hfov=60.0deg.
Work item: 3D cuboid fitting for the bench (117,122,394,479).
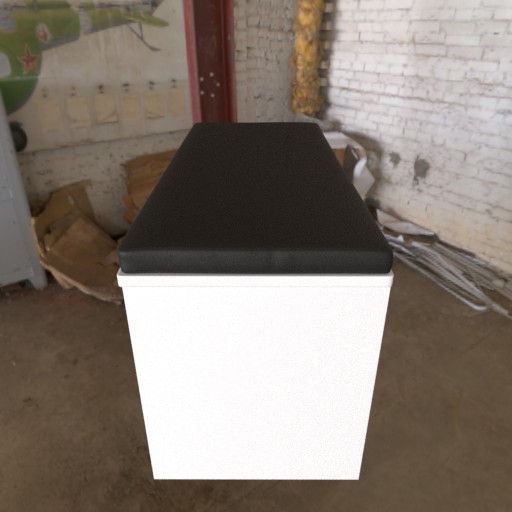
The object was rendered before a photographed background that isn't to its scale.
[{"bbox_3d":[0.000,0.000,1.129,0.401,0.500,0.899,0,28,0],"label":"bench"}]
